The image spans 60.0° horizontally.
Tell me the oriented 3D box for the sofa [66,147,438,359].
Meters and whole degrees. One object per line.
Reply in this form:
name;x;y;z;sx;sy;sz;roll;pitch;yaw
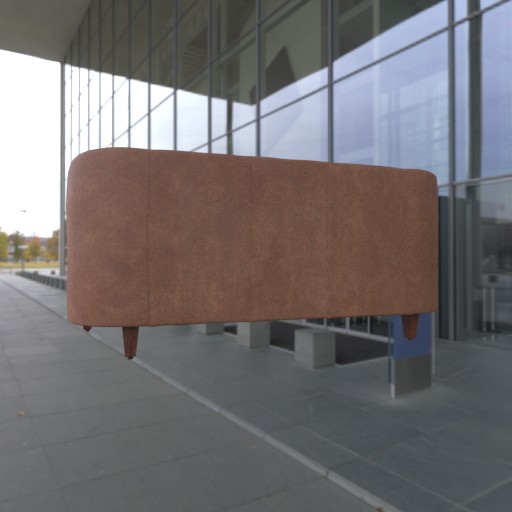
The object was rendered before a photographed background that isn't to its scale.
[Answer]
sofa;0.000;0.000;2.209;1.755;0.786;0.914;0;-1;-18
